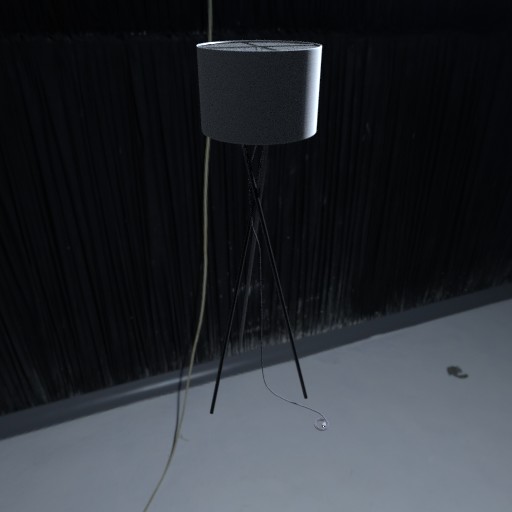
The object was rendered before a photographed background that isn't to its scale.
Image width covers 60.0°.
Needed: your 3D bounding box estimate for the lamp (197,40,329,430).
[{"bbox_3d":[0.000,0.000,1.893,0.522,1.624,0.667,-10,31,-17],"label":"lamp"}]
